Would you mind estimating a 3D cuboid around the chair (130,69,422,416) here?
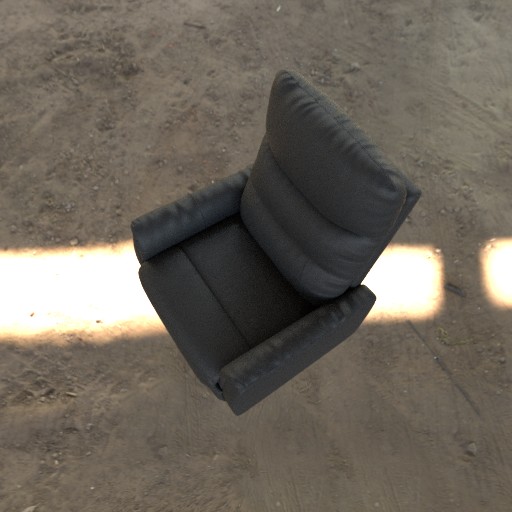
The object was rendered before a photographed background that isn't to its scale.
[{"bbox_3d":[0.000,0.000,1.657,0.831,1.082,0.775,-32,68,-14],"label":"chair"}]
